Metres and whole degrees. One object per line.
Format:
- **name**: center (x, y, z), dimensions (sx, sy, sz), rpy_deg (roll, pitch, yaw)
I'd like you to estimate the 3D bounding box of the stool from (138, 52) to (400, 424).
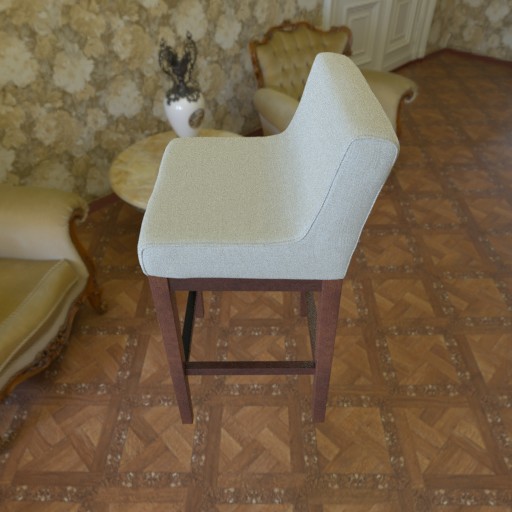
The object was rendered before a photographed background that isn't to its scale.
- **stool**: center (0.000, 0.000, 1.218), dimensions (0.500, 0.937, 0.511), rpy_deg (0, 40, -1)
